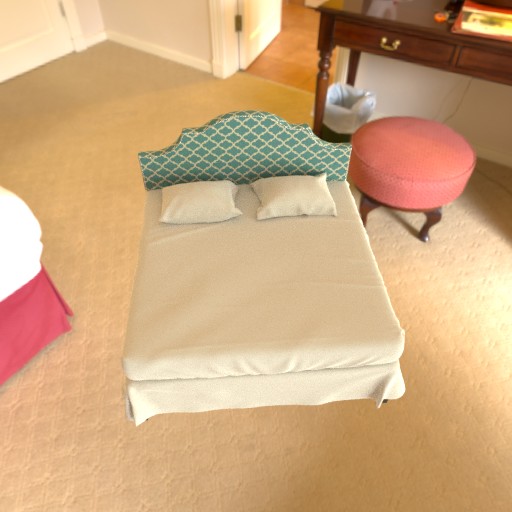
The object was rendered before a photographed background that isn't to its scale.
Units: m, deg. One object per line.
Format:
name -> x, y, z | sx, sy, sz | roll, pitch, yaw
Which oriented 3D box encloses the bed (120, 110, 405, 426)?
bed -> 0.000, 0.000, 3.720 | 2.314, 1.601, 2.222 | -3, 46, -3
